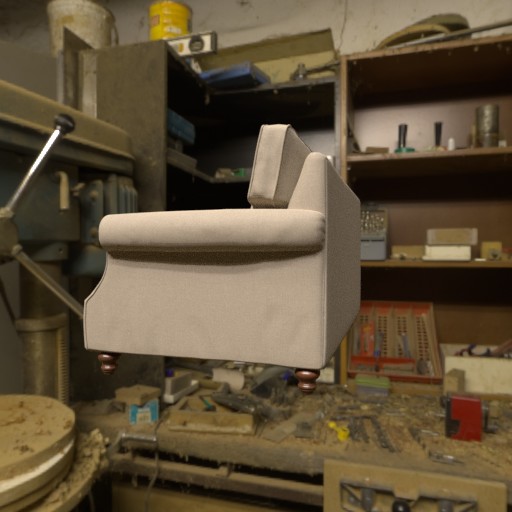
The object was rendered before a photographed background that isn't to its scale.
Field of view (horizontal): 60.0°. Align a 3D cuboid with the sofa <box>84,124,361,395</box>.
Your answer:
[{"bbox_3d":[0.000,0.000,2.301,0.964,0.937,1.665,0,1,18],"label":"sofa"}]
